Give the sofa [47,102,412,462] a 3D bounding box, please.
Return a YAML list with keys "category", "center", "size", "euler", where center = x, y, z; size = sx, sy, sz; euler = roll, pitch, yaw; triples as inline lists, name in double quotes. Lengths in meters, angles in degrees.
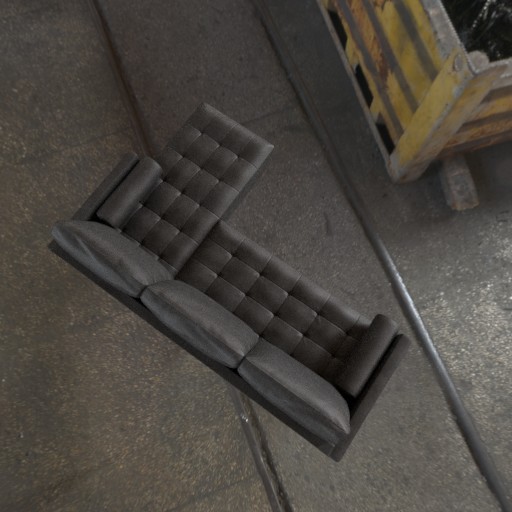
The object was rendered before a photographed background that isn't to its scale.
- category: "sofa"
  center: [0.000, 0.000, 2.924]
  size: [2.178, 0.876, 1.497]
  euler: [34, 78, 9]
